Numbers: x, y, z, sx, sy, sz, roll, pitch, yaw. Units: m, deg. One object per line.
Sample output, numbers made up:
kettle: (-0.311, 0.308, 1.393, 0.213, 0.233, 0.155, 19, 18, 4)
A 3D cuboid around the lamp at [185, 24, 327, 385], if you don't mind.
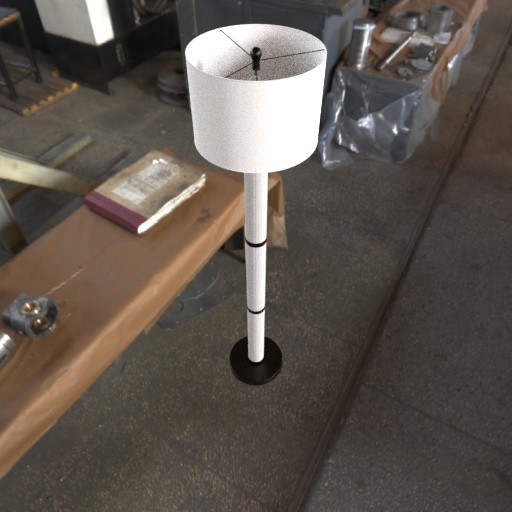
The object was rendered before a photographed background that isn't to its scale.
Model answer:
lamp: (0.000, 0.000, 1.750, 0.377, 1.599, 0.377, -3, 46, -3)
